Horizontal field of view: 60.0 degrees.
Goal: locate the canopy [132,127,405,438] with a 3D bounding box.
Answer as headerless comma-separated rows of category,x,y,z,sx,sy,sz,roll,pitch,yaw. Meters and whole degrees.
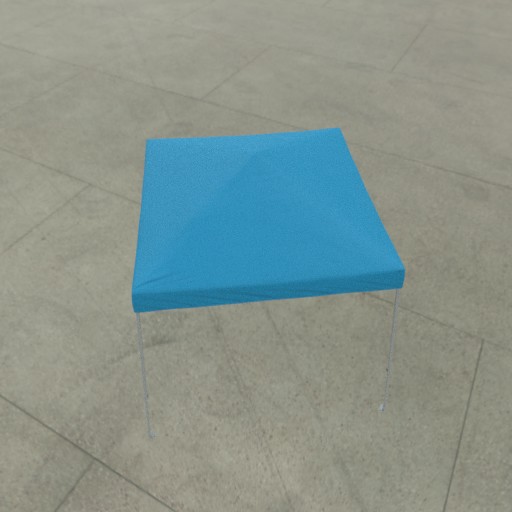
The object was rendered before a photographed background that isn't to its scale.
canopy,0.000,0.000,6.580,3.600,3.600,3.599,-5,47,-5
